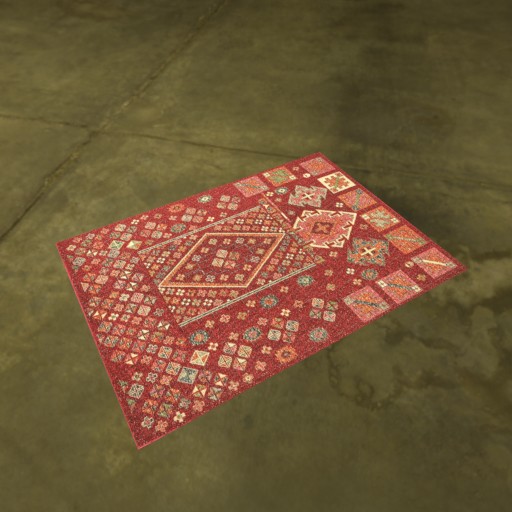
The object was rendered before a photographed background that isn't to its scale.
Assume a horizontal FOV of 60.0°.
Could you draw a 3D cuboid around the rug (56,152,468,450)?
[{"bbox_3d":[0.000,0.000,2.881,2.184,0.007,1.579,-23,50,-21],"label":"rug"}]
